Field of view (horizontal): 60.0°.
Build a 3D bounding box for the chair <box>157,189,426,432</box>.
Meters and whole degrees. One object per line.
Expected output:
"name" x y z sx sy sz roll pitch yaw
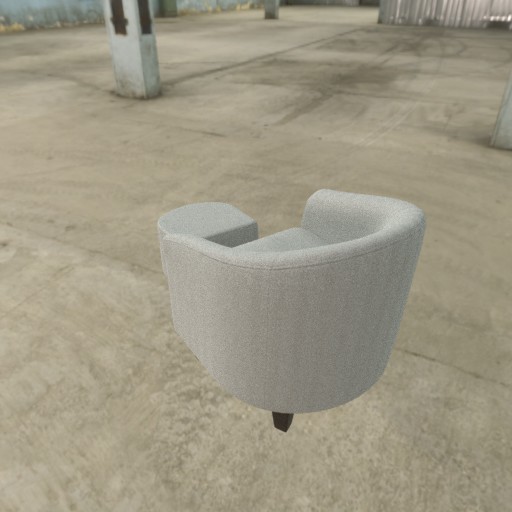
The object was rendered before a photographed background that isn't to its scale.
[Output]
"chair" 0.000 0.000 1.792 0.756 0.757 1.288 -19 36 -29
